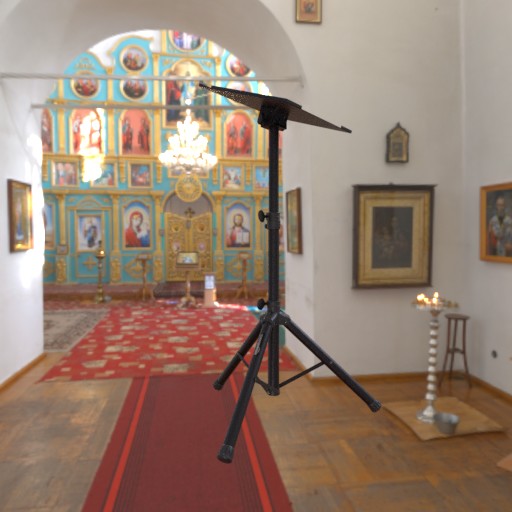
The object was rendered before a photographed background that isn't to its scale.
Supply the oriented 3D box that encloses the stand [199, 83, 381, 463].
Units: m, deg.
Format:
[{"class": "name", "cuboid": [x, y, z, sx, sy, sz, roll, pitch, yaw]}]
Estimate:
[{"class": "stand", "cuboid": [0.000, 0.000, 1.620, 0.702, 1.198, 0.702, 1, 2, 37]}]
